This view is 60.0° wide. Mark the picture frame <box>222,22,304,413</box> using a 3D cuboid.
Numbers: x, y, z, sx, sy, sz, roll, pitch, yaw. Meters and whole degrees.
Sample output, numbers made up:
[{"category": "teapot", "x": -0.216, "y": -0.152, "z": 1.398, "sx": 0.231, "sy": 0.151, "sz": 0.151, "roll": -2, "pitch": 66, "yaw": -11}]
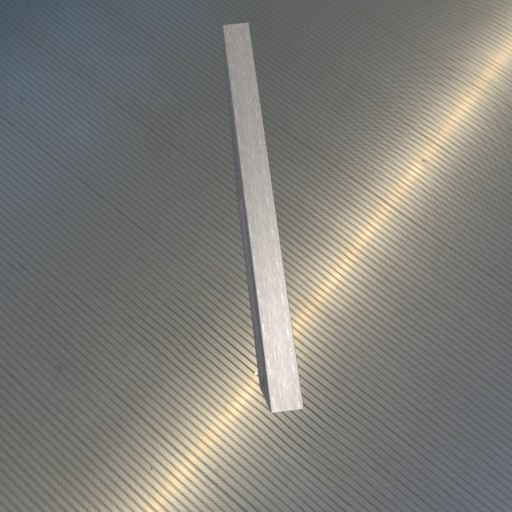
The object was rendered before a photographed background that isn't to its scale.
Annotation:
[{"category": "picture frame", "x": 0.000, "y": 0.000, "z": 0.534, "sx": 0.027, "sy": 0.378, "sz": 0.327, "roll": -7, "pitch": 75, "yaw": -2}]
